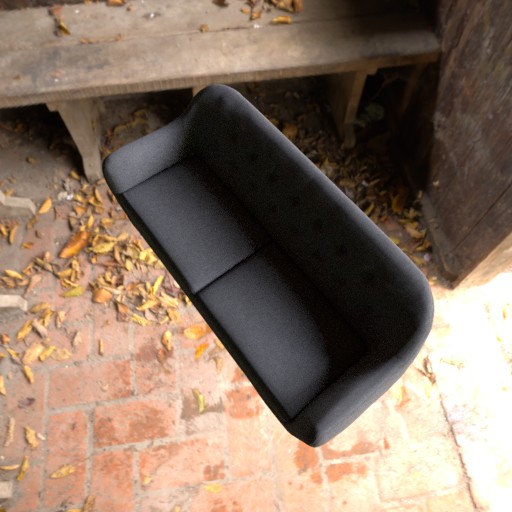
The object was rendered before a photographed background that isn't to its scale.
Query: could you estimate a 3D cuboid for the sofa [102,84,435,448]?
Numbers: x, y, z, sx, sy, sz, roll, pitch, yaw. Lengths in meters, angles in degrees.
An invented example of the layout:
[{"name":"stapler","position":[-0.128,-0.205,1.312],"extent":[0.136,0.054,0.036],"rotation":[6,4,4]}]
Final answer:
[{"name":"sofa","position":[0.000,0.000,2.352],"extent":[0.820,0.820,1.840],"rotation":[-34,68,-16]}]
